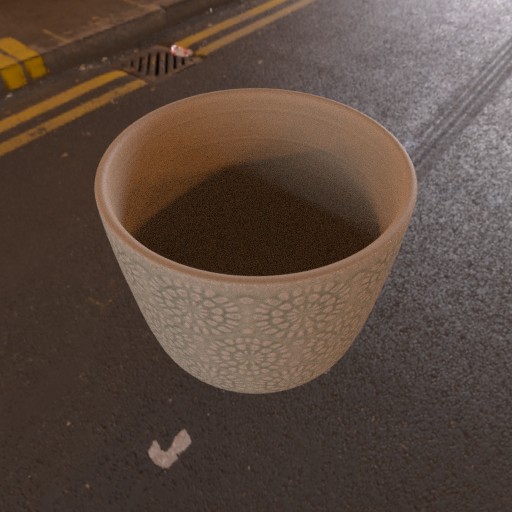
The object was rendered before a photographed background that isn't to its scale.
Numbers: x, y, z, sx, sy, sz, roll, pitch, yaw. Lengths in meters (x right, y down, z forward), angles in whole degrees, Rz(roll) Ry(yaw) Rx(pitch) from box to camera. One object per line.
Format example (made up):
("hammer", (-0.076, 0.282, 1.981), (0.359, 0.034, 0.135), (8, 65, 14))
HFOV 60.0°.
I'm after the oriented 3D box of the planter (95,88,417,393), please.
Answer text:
("planter", (0.000, 0.000, 0.214), (0.124, 0.109, 0.124), (0, 47, 0))
